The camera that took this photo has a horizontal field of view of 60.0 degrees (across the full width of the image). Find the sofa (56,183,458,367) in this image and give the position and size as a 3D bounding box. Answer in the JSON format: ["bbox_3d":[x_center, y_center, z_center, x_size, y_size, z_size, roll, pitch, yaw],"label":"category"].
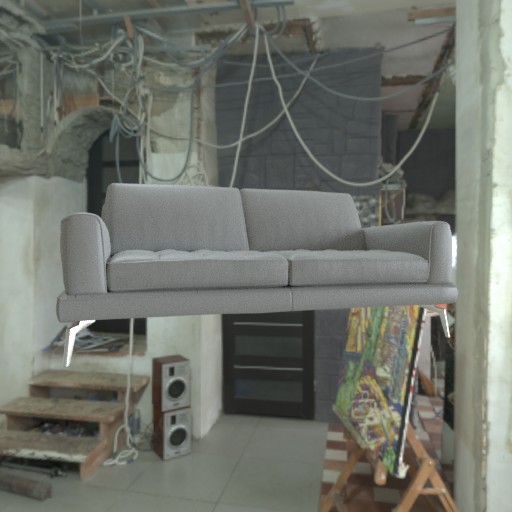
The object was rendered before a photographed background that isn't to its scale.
[{"bbox_3d":[0.000,0.000,2.738,2.177,0.930,1.121,0,1,-18],"label":"sofa"}]
